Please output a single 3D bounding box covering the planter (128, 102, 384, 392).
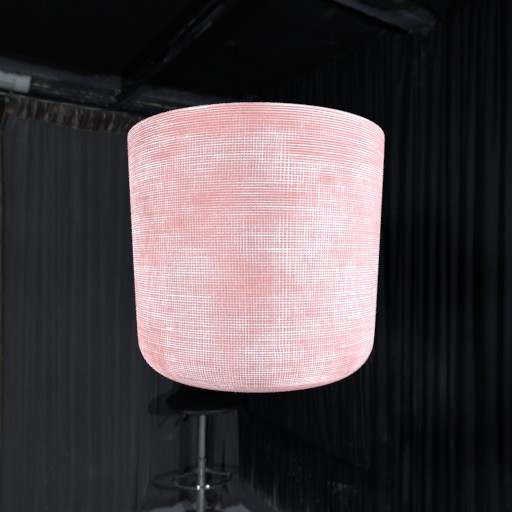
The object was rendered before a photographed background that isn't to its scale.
[{"bbox_3d":[0.000,0.000,0.791,0.440,0.398,0.440,0,0,0],"label":"planter"}]
